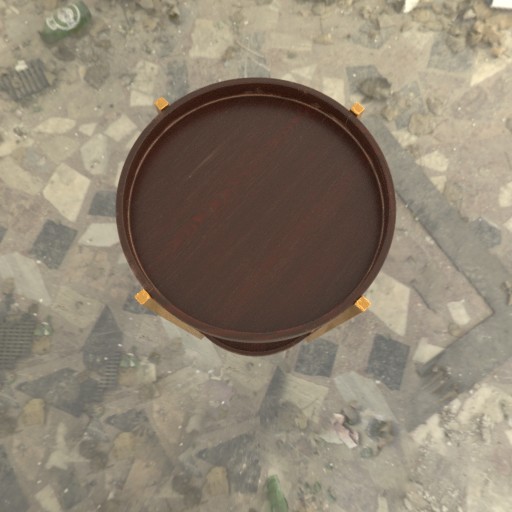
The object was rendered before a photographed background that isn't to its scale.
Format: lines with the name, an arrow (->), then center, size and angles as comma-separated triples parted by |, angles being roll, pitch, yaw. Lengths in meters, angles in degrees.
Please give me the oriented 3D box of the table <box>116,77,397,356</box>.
table -> 0.000, 0.000, 0.875 | 0.400, 0.610, 0.400 | -42, 79, -10
